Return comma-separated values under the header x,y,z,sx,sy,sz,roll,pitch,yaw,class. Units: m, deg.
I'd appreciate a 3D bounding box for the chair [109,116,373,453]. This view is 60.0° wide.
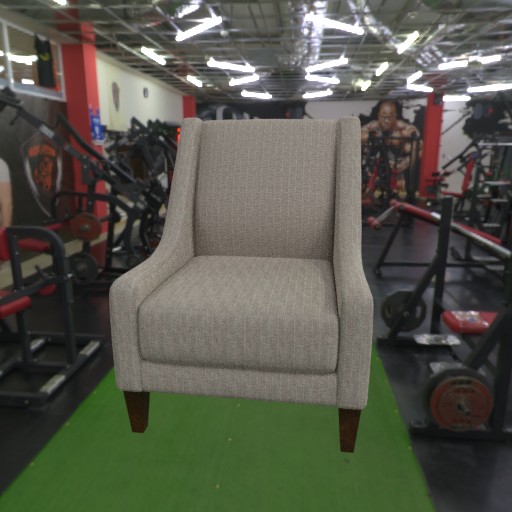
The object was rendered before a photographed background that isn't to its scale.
x,y,z,sx,sy,sz,roll,pitch,yaw,class
0.000,0.000,1.620,0.774,1.014,0.870,2,14,8,chair
